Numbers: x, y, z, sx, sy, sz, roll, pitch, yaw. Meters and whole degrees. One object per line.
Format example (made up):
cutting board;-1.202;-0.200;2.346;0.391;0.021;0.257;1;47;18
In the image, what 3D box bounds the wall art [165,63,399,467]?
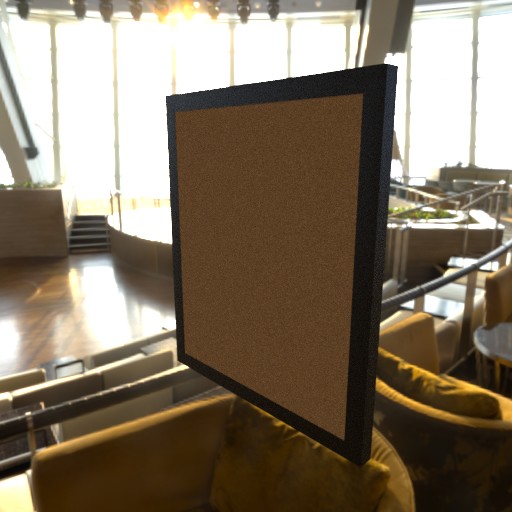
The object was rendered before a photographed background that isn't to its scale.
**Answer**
wall art;0.000;0.000;0.697;0.025;0.508;0.432;-13;19;-43
